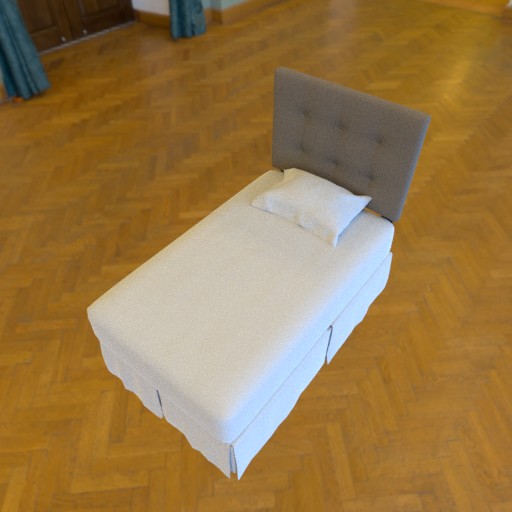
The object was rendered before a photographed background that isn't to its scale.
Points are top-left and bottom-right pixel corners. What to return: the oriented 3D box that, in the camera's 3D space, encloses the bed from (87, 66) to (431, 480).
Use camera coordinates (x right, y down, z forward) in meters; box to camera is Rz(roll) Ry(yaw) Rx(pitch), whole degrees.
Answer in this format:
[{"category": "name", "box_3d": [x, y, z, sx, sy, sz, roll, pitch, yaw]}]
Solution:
[{"category": "bed", "box_3d": [0.000, 0.000, 2.917, 1.261, 1.571, 1.997, 30, 53, 26]}]
